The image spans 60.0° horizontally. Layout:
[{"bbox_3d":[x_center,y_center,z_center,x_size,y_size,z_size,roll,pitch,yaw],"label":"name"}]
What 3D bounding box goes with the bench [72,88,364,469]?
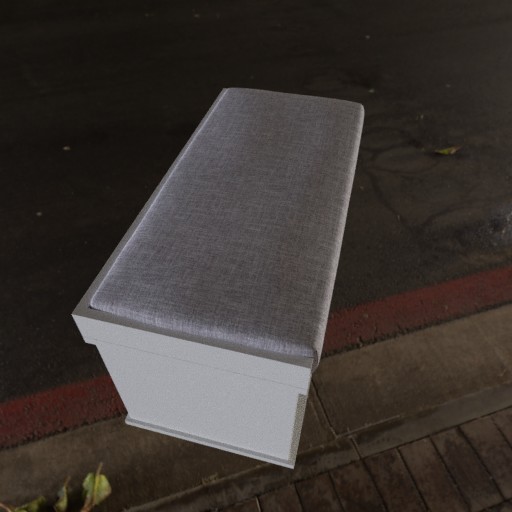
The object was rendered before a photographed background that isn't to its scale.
[{"bbox_3d":[0.000,0.000,1.001,0.362,0.461,0.734,11,47,10],"label":"bench"}]
